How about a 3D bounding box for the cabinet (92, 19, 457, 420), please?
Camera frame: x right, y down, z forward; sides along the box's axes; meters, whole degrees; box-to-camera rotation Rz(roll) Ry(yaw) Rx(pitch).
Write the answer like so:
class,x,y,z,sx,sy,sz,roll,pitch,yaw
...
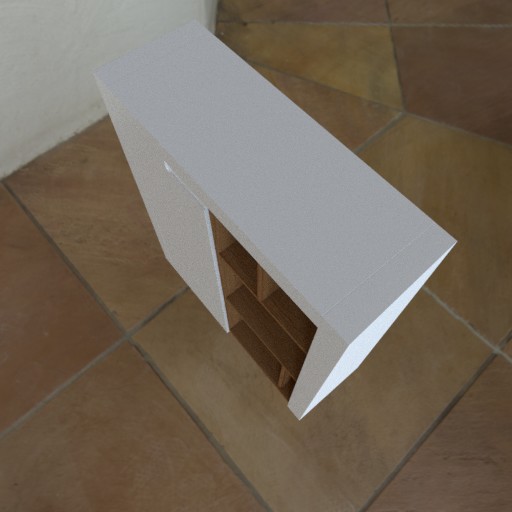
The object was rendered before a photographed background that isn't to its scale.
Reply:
class,x,y,z,sx,sy,sz,roll,pitch,yaw
cabinet,0.000,0.000,1.597,0.348,1.150,0.990,-36,68,-17
